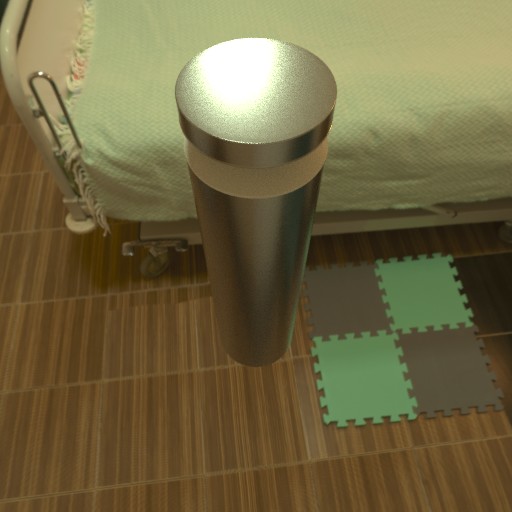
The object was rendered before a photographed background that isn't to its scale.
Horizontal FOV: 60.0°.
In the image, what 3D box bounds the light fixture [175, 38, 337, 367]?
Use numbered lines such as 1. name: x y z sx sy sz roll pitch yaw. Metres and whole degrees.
1. light fixture: 0.000 0.000 0.444 0.102 0.400 0.102 -32 63 -18
